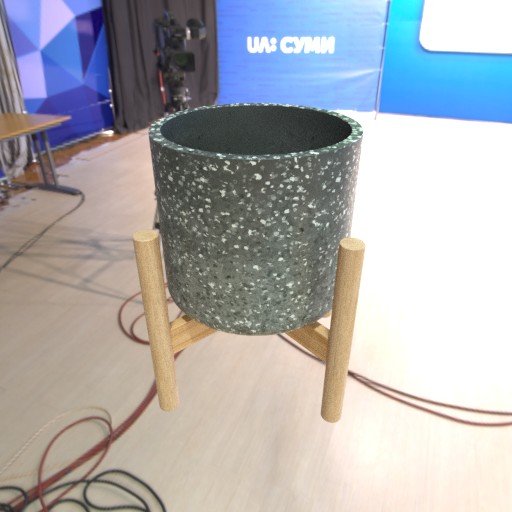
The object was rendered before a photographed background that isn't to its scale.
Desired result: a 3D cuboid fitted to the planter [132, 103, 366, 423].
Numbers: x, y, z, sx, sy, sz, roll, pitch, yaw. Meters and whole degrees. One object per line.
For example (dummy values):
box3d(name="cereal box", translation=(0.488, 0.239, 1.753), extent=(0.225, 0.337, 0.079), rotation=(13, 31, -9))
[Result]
box3d(name="planter", translation=(0.000, 0.000, 0.548), extent=(0.284, 0.320, 0.284), rotation=(-9, 32, -15))
